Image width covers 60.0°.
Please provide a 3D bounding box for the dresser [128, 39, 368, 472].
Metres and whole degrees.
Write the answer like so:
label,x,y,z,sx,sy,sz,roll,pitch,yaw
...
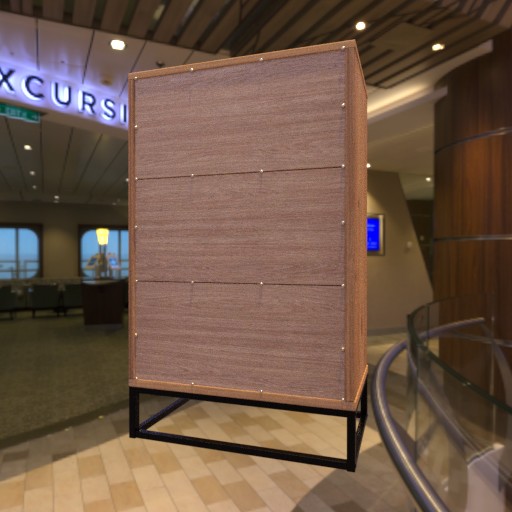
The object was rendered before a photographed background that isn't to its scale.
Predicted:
label,x,y,z,sx,sy,sz,roll,pitch,yaw
dresser,0.000,0.000,1.611,0.761,1.240,0.479,0,0,19
